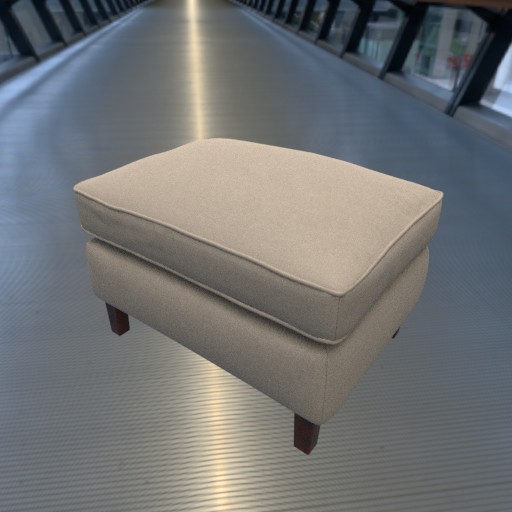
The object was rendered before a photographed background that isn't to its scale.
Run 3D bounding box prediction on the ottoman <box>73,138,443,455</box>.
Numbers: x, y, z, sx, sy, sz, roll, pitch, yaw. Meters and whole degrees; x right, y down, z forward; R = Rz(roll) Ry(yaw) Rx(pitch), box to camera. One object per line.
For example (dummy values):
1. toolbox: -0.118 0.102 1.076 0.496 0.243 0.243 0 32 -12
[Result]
1. ottoman: 0.000 0.000 1.011 0.665 0.456 0.501 21 37 31
